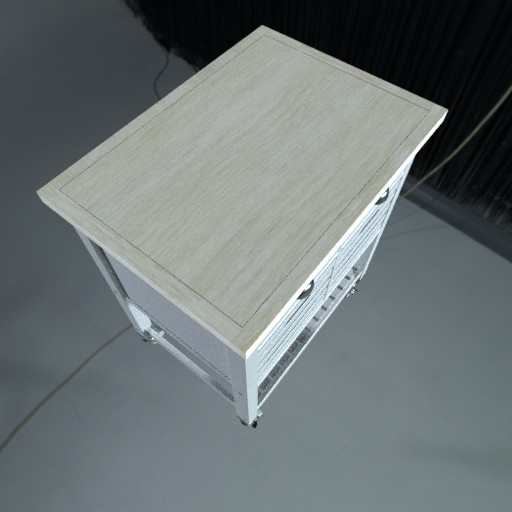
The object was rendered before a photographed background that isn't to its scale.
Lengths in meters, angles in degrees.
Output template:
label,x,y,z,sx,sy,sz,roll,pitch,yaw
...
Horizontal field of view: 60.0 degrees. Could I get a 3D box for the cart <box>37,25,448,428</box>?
label,x,y,z,sx,sy,sz,roll,pitch,yaw
cart,0.000,0.000,1.373,0.559,0.914,0.762,34,64,19
